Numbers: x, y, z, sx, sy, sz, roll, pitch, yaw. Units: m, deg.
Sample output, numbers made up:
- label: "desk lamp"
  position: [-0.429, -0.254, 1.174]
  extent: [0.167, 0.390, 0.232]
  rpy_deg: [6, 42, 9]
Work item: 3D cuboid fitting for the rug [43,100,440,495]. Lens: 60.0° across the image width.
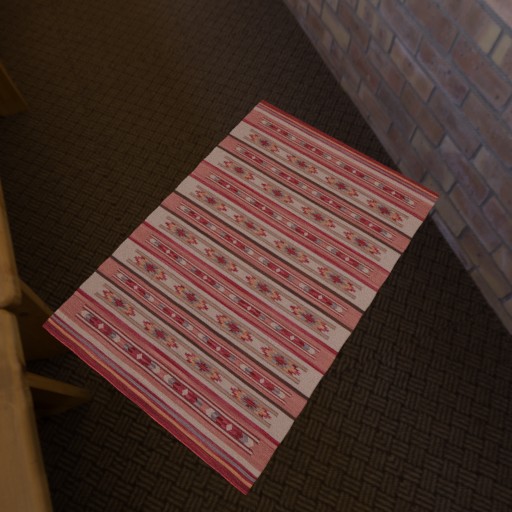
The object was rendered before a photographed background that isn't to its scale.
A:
- label: "rug"
  position: [0.000, 0.000, 2.298]
  extent: [1.223, 0.008, 1.817]
  rpy_deg: [33, 68, 15]
